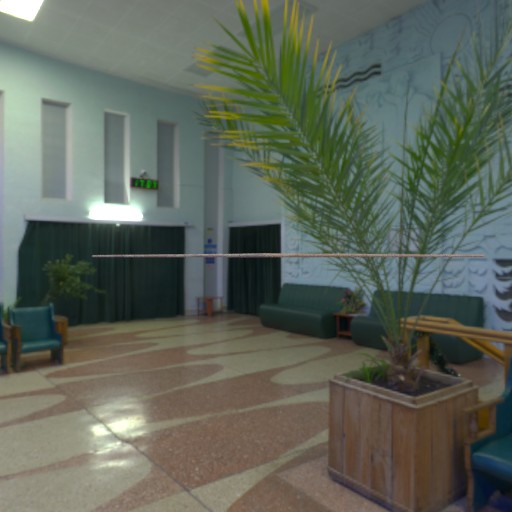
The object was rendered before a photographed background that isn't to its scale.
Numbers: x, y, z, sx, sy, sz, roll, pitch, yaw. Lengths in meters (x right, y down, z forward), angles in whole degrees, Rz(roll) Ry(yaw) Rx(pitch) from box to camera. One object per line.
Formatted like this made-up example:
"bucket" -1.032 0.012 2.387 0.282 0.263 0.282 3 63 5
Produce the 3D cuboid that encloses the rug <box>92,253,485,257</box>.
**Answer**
"rug" 0.000 0.000 3.075 1.609 0.015 2.390 0 0 -35
